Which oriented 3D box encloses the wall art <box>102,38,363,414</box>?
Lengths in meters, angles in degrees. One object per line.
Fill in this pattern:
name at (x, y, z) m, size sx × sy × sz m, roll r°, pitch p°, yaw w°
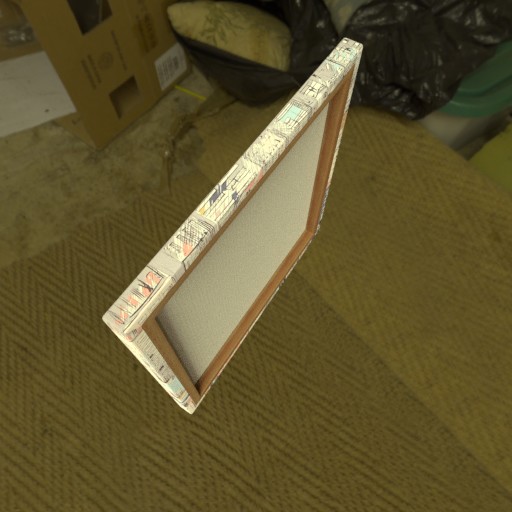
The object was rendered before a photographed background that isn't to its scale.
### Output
wall art at (0.000, 0.000, 0.901) m, size 0.038 × 0.608 × 0.607 m, roll 30°, pitch 66°, yaw 15°
